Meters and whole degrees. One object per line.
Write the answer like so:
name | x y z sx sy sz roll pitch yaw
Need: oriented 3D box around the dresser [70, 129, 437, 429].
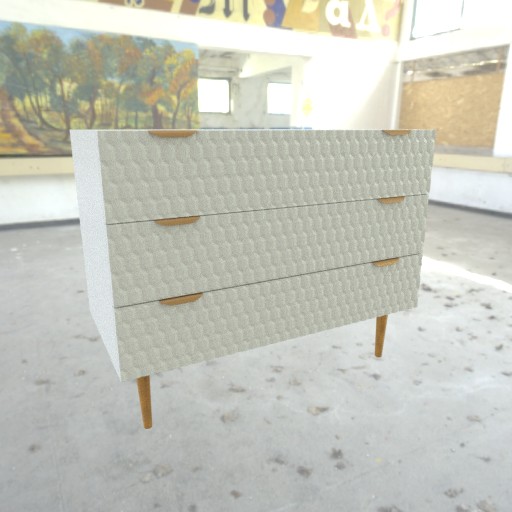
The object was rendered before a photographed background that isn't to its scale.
dresser | 0.000 0.000 1.316 0.905 0.721 0.457 -8 18 -27
